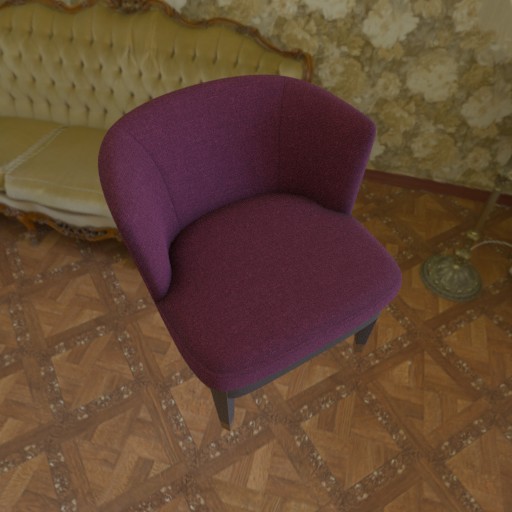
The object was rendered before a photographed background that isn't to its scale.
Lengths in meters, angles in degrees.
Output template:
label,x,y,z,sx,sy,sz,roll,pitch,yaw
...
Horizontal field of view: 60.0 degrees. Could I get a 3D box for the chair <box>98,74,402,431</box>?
label,x,y,z,sx,sy,sz,roll,pitch,yaw
chair,0.000,0.000,1.278,0.700,0.760,0.660,-24,52,-21
